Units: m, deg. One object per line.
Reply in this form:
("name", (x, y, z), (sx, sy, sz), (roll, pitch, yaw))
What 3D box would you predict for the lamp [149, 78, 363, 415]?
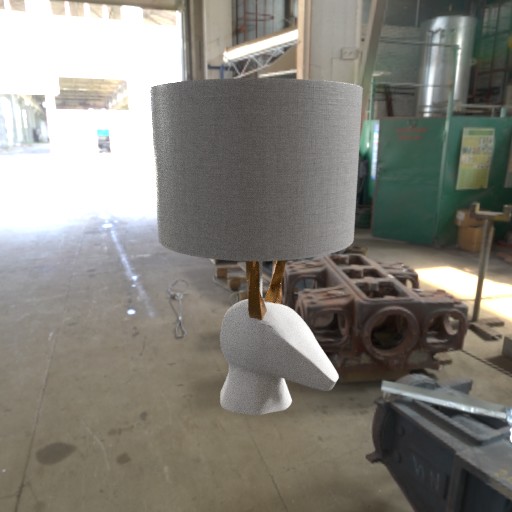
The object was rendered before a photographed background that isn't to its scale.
("lamp", (0.000, 0.000, 0.701), (0.298, 0.503, 0.298), (8, 17, 26))
